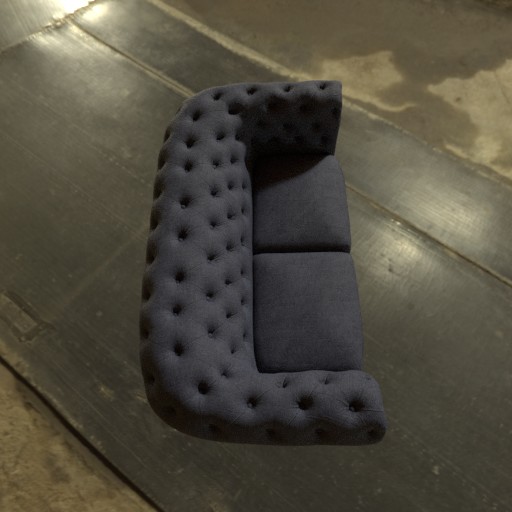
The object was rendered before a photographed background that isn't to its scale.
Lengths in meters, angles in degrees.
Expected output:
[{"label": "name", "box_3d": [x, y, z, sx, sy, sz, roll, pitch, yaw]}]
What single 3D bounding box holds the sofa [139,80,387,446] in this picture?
[{"label": "sofa", "box_3d": [0.000, 0.000, 2.467, 1.082, 0.833, 1.988, 0, 63, 0]}]
